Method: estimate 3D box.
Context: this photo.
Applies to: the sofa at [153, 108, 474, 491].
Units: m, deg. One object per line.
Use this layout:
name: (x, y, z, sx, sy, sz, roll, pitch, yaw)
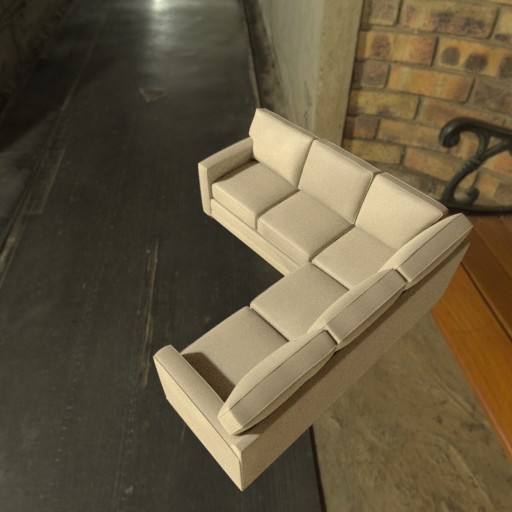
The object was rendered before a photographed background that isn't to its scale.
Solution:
sofa: (0.000, 0.000, 3.388, 2.189, 0.939, 2.182, -34, 56, -27)
